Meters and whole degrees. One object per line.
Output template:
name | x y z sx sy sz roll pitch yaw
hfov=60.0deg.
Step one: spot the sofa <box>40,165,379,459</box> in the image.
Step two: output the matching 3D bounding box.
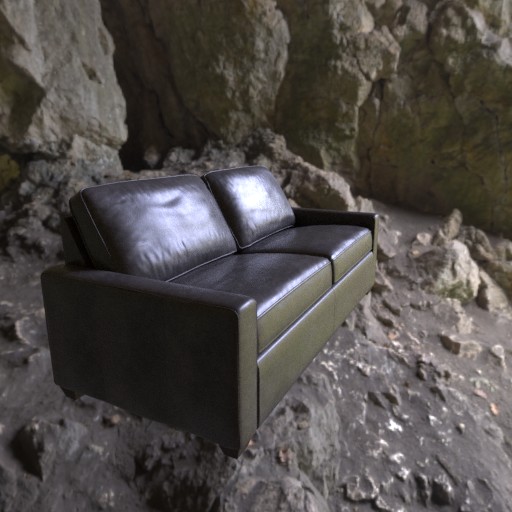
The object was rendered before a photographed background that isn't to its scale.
sofa | 0.000 0.000 2.499 0.939 0.916 2.081 8 17 26
